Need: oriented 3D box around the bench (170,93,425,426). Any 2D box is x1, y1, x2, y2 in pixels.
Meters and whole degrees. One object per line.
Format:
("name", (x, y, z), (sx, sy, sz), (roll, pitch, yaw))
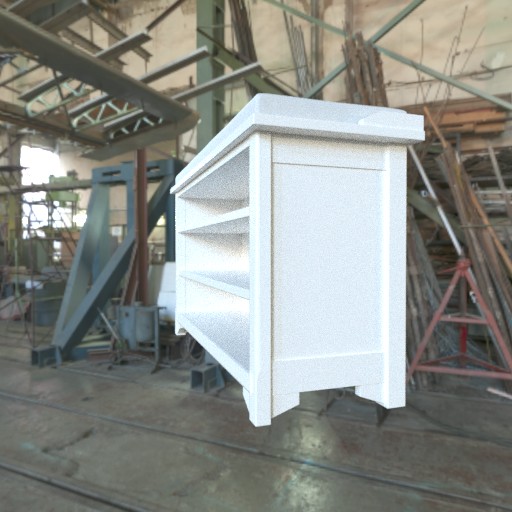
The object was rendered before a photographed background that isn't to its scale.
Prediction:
("bench", (0.000, 0.000, 1.263), (0.346, 0.589, 0.987), (0, 1, -19))
